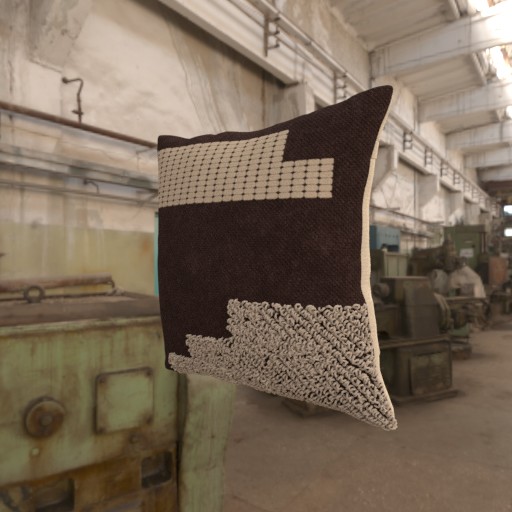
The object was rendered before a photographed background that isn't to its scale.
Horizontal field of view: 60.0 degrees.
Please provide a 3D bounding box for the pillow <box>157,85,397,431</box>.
[{"bbox_3d":[0.000,0.000,0.736,0.475,0.473,0.178,0,0,37],"label":"pillow"}]
